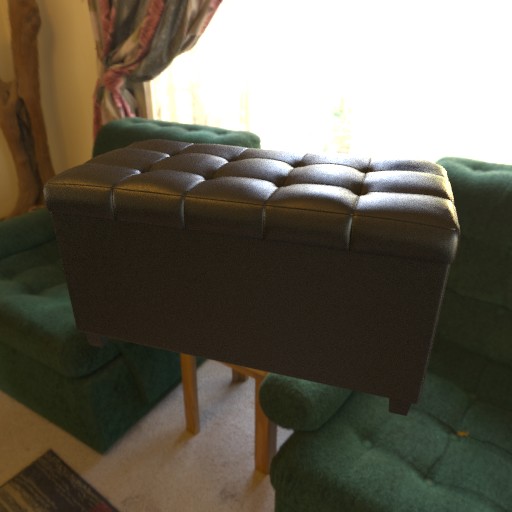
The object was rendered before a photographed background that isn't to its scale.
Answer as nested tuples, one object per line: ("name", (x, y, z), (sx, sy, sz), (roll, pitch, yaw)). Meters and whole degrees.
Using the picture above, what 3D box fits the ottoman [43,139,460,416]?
("ottoman", (0.000, 0.000, 1.097), (0.838, 0.470, 0.432), (8, 28, 16))
